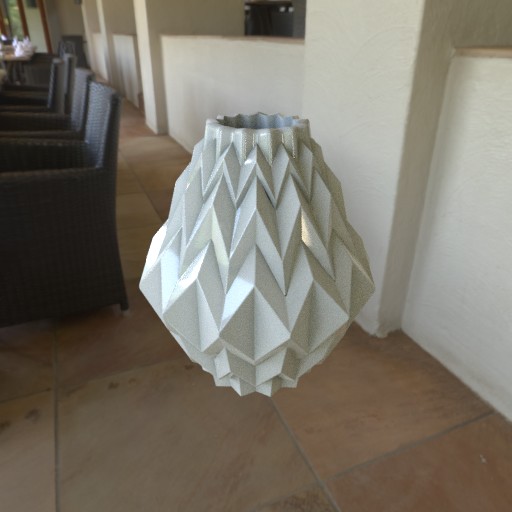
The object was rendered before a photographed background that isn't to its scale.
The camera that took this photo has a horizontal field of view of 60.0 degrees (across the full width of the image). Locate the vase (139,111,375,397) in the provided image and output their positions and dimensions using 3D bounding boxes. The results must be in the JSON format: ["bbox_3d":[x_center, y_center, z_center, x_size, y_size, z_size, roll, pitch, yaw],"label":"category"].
[{"bbox_3d":[0.000,0.000,0.311,0.164,0.185,0.164,0,27,0],"label":"vase"}]
